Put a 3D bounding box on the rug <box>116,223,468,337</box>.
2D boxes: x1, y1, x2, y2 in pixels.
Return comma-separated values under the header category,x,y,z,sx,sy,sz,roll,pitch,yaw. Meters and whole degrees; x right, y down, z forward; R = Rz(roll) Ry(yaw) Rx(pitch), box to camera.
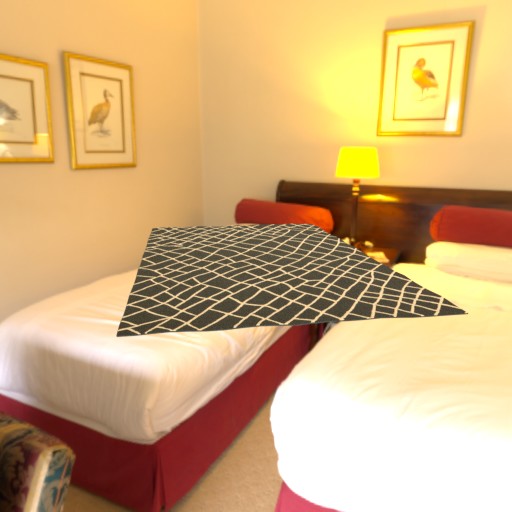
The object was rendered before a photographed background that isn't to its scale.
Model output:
category,x,y,z,sx,sy,sz,roll,pitch,yaw
rug,0.000,0.000,3.037,1.529,0.017,2.448,-2,14,-9
